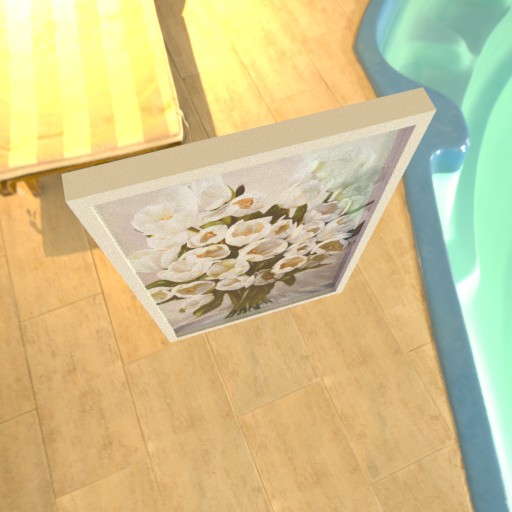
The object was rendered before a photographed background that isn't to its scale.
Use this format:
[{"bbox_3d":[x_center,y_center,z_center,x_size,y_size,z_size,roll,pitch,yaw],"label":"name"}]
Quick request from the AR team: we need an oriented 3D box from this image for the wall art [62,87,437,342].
[{"bbox_3d":[0.000,0.000,0.535,0.293,0.428,0.025,-15,67,-7],"label":"wall art"}]
